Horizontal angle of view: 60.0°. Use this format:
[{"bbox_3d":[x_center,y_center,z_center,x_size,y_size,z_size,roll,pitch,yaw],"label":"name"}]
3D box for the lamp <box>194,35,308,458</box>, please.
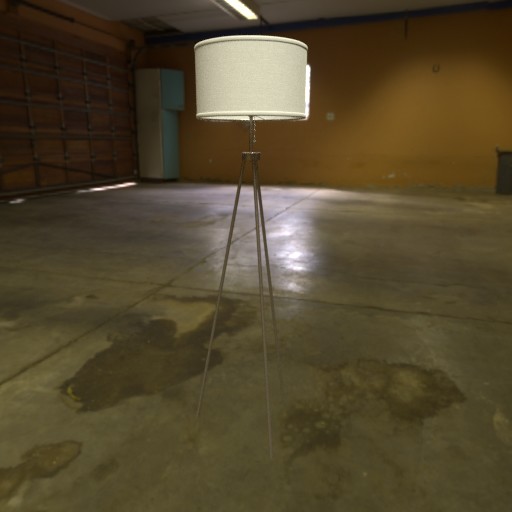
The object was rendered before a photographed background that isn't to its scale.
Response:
[{"bbox_3d":[0.000,0.000,1.782,0.448,1.545,0.458,-7,16,-26],"label":"lamp"}]
